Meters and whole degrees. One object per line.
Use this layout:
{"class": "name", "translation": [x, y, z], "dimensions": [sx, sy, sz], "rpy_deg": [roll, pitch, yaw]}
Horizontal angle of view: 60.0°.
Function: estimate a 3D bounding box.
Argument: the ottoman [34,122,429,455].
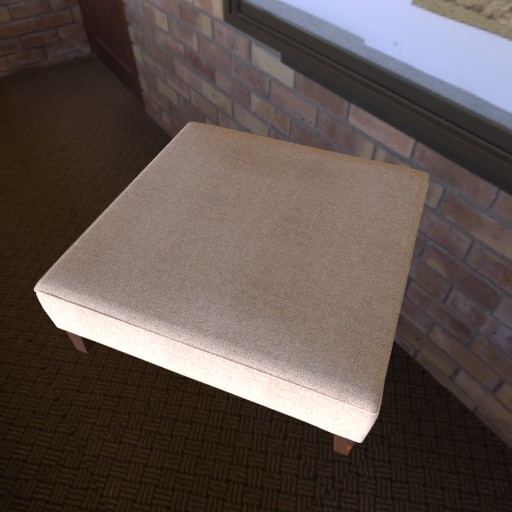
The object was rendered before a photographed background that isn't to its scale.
{"class": "ottoman", "translation": [0.000, 0.000, 1.530], "dimensions": [0.982, 0.381, 0.973], "rpy_deg": [16, 50, 14]}
